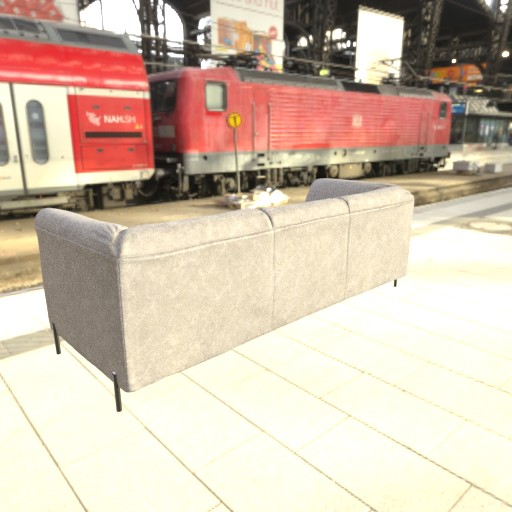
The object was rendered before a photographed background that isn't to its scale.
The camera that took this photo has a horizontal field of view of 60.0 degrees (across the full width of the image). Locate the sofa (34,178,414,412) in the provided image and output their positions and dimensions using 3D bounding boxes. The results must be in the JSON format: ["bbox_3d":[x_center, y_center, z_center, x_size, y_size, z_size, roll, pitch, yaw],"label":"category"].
[{"bbox_3d":[0.000,0.000,2.685,2.238,0.758,0.899,-14,21,-42],"label":"sofa"}]
